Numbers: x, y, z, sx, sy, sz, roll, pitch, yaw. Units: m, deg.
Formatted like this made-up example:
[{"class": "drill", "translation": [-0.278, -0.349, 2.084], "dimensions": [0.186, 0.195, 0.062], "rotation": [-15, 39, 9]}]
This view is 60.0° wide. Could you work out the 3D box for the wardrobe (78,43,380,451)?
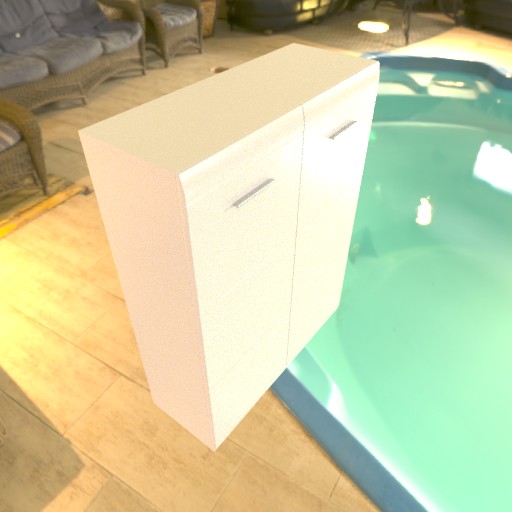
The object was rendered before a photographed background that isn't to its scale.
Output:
[{"class": "wardrobe", "translation": [0.000, 0.000, 1.617], "dimensions": [0.360, 1.200, 0.900], "rotation": [27, 47, 28]}]
